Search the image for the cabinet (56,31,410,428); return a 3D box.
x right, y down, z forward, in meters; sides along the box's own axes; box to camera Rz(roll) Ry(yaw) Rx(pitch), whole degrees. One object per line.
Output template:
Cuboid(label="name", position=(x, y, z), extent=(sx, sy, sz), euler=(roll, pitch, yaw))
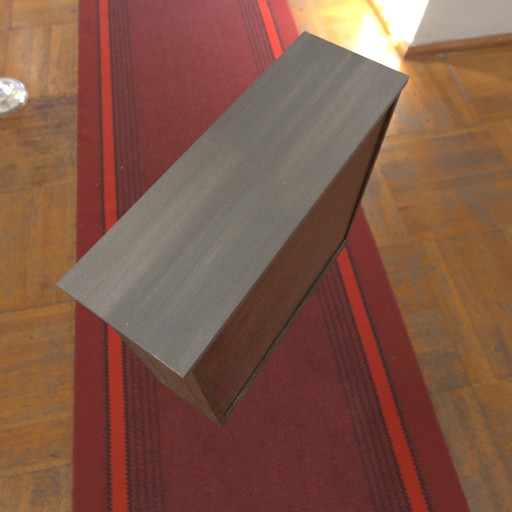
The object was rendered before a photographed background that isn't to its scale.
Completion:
Cuboid(label="cabinet", position=(0.000, 0.000, 1.453), extent=(0.338, 0.919, 0.968), euler=(31, 66, 15))
